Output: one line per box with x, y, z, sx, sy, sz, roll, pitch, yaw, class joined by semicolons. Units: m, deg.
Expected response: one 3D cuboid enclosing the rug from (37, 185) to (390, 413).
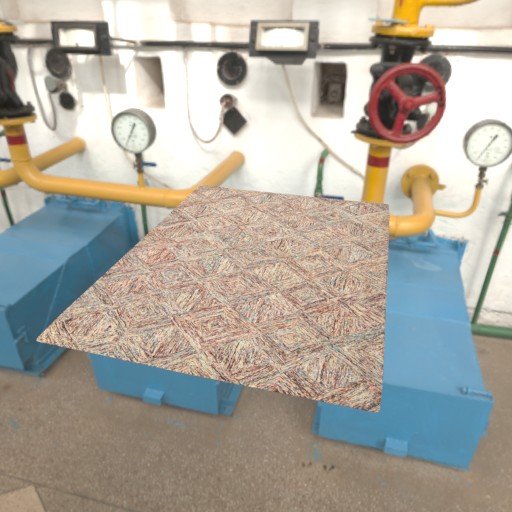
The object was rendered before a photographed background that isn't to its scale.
0.000;0.000;4.242;2.436;0.024;3.226;8;31;13;rug
